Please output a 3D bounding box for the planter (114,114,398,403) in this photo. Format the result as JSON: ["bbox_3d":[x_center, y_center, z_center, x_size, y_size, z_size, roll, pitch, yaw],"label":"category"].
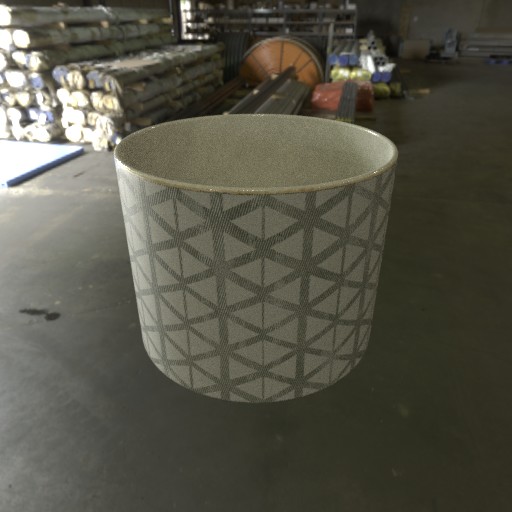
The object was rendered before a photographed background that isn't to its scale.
[{"bbox_3d":[0.000,0.000,0.351,0.190,0.181,0.190,0,29,0],"label":"planter"}]
